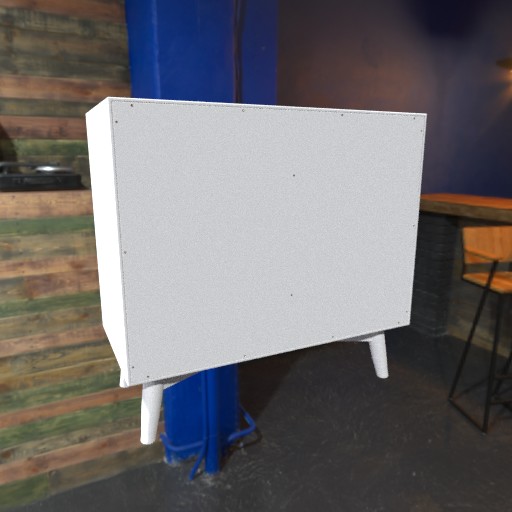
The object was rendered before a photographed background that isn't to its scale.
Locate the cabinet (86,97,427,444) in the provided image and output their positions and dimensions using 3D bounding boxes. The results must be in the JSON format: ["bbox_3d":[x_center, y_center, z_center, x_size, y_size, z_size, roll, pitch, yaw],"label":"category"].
[{"bbox_3d":[0.000,0.000,1.243,0.800,0.761,0.398,-6,14,-25],"label":"cabinet"}]
